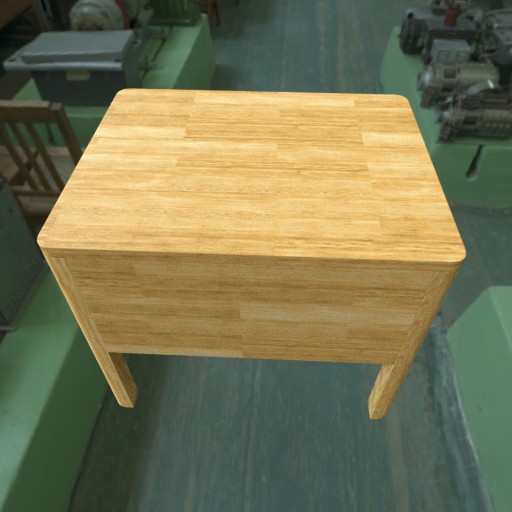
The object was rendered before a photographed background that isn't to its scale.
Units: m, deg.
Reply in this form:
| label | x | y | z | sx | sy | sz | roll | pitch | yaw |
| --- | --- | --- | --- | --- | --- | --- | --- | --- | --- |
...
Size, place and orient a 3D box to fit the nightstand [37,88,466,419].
| label | x | y | z | sx | sy | sz | roll | pitch | yaw |
| --- | --- | --- | --- | --- | --- | --- | --- | --- | --- |
| nightstand | 0.000 | 0.000 | 0.886 | 0.560 | 0.470 | 0.440 | 2 | 47 | 2 |
